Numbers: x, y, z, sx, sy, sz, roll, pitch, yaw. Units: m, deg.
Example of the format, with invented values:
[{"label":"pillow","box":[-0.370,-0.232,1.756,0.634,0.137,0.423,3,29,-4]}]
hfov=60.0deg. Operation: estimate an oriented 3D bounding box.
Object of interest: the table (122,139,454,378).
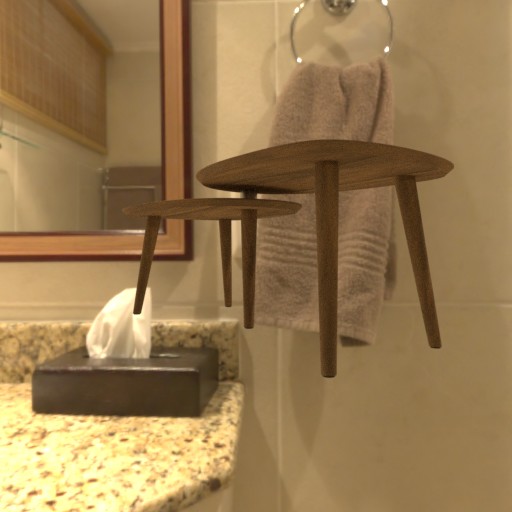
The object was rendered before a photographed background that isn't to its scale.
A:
[{"label":"table","box":[0.000,0.000,1.310,0.527,0.429,1.084,-1,1,-36]}]
